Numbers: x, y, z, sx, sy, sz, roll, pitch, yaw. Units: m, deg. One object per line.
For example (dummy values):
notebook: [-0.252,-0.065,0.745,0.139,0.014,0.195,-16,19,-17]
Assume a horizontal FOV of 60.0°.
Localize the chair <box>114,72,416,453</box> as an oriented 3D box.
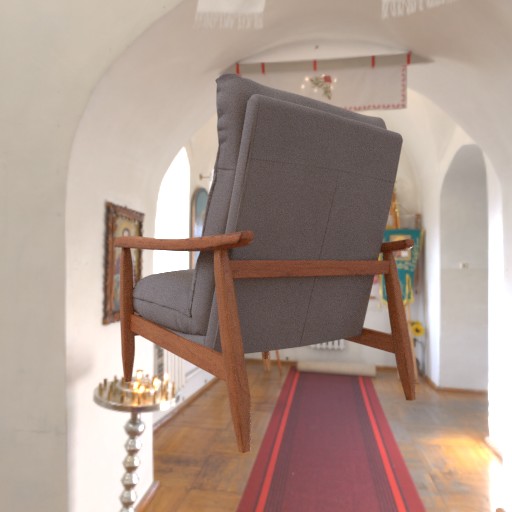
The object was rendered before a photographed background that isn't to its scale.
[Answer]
chair: [0.000,0.000,1.538,0.782,0.922,0.816,0,-1,-36]
